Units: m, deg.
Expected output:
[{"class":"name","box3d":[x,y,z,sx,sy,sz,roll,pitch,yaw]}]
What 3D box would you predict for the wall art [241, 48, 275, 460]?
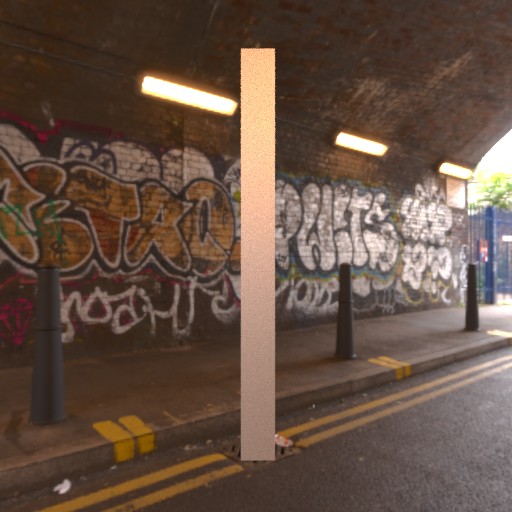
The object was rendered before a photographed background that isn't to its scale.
[{"class":"wall art","box3d":[0.000,0.000,1.391,0.066,0.801,1.056,0,0,0]}]
